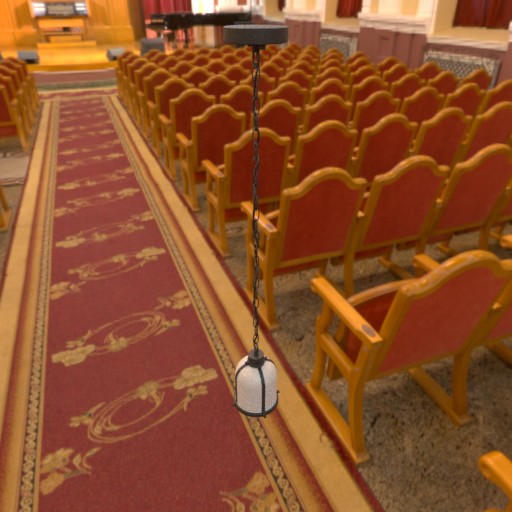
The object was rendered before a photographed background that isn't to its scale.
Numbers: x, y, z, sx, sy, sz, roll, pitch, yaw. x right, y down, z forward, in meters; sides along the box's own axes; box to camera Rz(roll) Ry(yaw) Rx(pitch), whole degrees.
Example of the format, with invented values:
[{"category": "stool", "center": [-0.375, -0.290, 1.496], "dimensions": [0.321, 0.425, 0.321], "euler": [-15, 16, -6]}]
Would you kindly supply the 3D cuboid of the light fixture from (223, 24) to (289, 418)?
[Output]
[{"category": "light fixture", "center": [0.000, 0.000, 1.282], "dimensions": [0.178, 1.181, 0.178], "euler": [-11, 32, -18]}]
